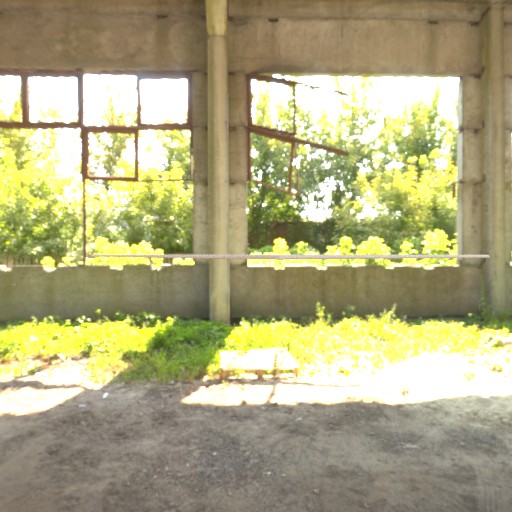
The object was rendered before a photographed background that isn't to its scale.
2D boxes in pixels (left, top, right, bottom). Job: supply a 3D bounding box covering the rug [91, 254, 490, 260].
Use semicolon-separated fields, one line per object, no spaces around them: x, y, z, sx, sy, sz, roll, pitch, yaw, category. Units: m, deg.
0.000;0.000;2.101;1.067;0.013;1.676;0;0;-36;rug
